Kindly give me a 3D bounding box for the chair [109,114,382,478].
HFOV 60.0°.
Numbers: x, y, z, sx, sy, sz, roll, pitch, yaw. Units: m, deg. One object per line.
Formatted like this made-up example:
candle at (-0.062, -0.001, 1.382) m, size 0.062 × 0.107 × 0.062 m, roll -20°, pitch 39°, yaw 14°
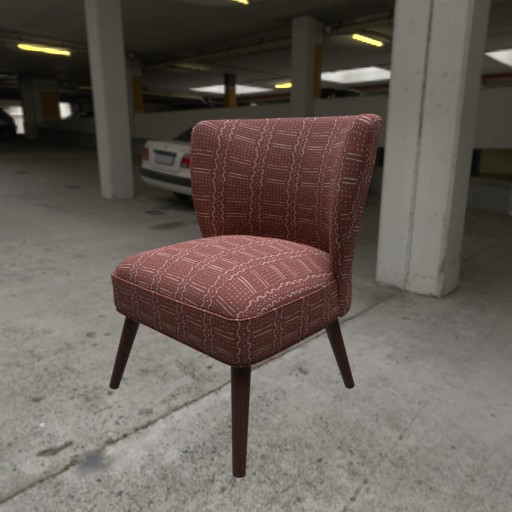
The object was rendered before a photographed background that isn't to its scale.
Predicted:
chair at (0.000, 0.000, 1.407) m, size 0.706 × 0.866 × 0.758 m, roll 13°, pitch 20°, yaw 41°
